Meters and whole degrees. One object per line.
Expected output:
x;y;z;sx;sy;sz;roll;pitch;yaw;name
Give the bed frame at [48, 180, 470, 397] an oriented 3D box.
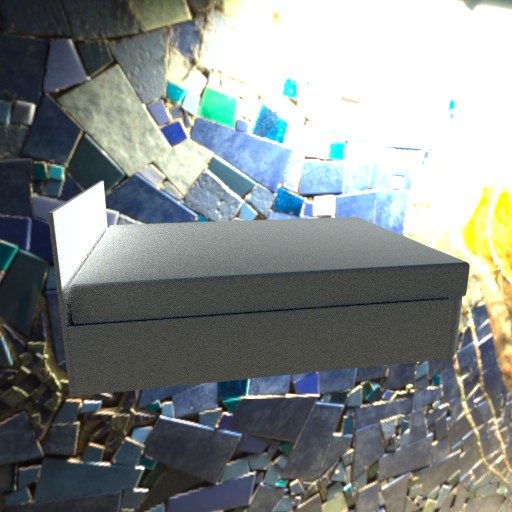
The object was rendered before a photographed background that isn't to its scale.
0.000;0.000;2.647;1.900;0.800;1.400;-3;15;-10;bed frame
